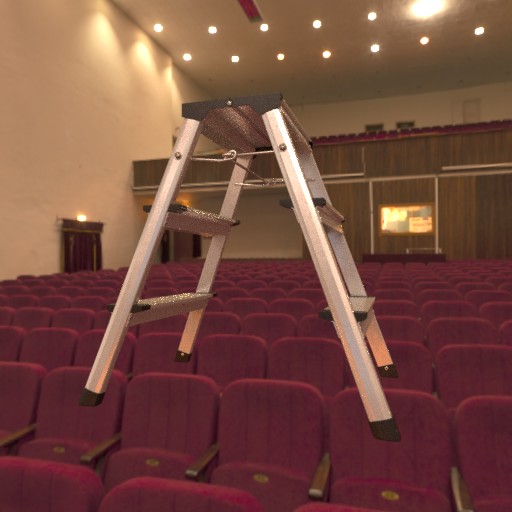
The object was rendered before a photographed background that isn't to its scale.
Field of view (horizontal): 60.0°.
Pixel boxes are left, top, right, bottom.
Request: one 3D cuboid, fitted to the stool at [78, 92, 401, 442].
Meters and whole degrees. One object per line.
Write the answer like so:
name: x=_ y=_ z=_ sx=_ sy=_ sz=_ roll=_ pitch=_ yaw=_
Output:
stool: x=0.000 y=0.000 z=1.013 sx=0.622 sy=0.605 sz=0.437 roll=0 pitch=-1 yaw=17
